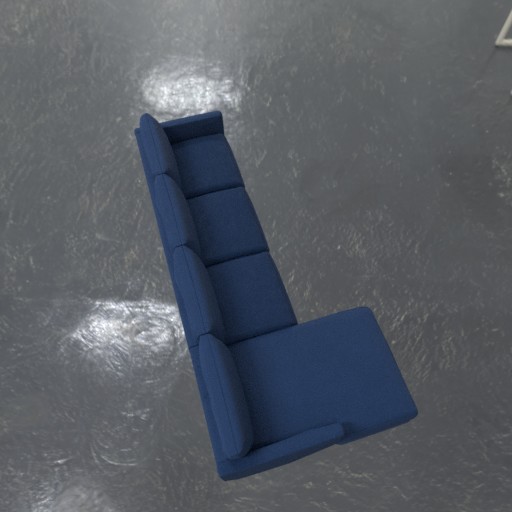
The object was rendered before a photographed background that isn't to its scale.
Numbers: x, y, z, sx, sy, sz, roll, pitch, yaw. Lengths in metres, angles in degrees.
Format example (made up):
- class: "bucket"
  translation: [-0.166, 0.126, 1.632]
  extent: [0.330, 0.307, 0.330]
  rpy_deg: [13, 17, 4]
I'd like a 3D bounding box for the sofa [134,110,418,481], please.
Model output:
- class: "sofa"
  translation: [0.000, 0.000, 2.900]
  extent: [1.128, 0.679, 2.450]
  rpy_deg: [-15, 62, -9]
